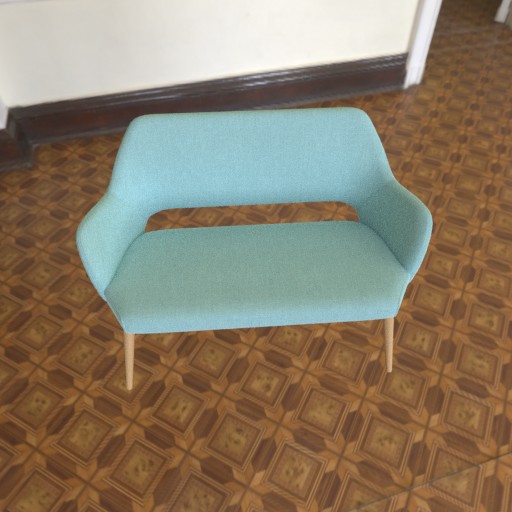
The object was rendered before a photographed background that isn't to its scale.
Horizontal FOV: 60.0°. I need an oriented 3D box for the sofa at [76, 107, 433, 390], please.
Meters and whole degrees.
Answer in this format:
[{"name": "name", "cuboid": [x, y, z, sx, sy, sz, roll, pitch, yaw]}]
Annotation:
[{"name": "sofa", "cuboid": [0.000, 0.000, 1.622, 1.150, 0.840, 0.610, -3, 47, -3]}]
